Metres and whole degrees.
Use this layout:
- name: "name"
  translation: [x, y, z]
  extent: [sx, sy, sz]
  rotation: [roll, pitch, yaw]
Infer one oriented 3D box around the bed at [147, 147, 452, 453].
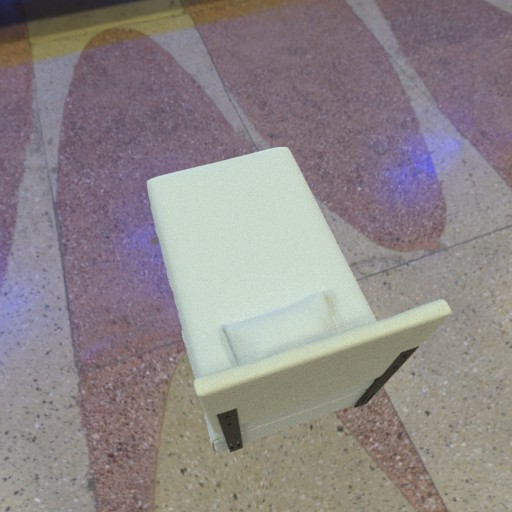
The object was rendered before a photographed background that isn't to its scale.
- name: "bed"
  translation: [0.000, 0.000, 2.947]
  extent: [1.261, 1.571, 1.997]
  rotation: [-16, 60, -9]
